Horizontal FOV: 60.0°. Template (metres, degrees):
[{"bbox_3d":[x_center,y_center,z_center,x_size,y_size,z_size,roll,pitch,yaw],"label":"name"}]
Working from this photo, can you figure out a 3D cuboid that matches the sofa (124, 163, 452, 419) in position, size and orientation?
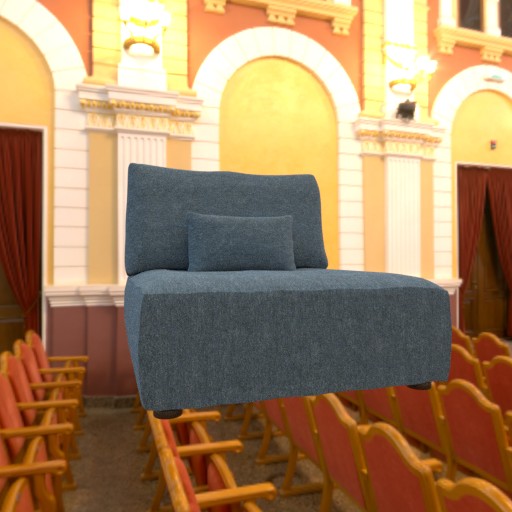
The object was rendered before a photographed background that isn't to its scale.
[{"bbox_3d":[0.000,0.000,1.678,0.930,0.820,1.000,0,0,-18],"label":"sofa"}]
